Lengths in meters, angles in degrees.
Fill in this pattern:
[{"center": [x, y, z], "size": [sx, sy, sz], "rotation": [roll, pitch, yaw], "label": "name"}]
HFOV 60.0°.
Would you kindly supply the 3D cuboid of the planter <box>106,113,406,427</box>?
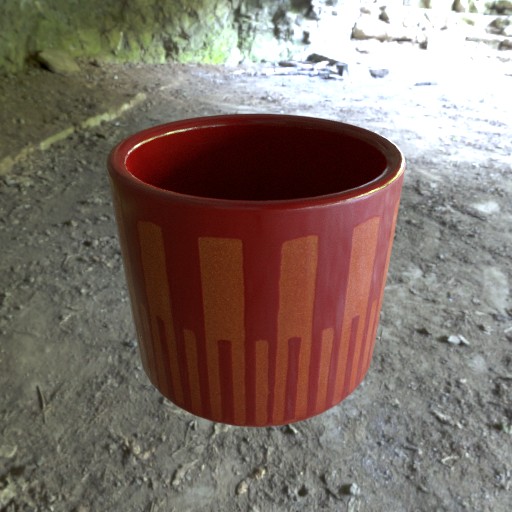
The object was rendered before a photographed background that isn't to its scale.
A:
[{"center": [0.000, 0.000, 0.402], "size": [0.230, 0.202, 0.230], "rotation": [0, 31, 0], "label": "planter"}]
